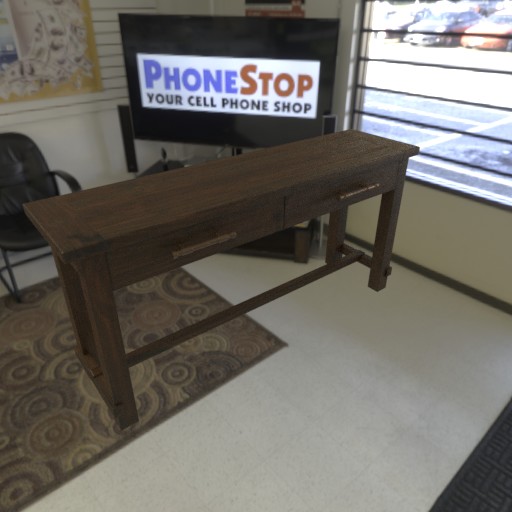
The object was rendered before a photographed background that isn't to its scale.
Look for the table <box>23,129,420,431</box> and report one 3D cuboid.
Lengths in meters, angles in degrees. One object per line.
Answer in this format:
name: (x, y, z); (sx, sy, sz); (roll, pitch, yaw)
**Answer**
table: (0.000, 0.000, 1.916); (1.599, 0.762, 0.442); (-21, 36, -32)
